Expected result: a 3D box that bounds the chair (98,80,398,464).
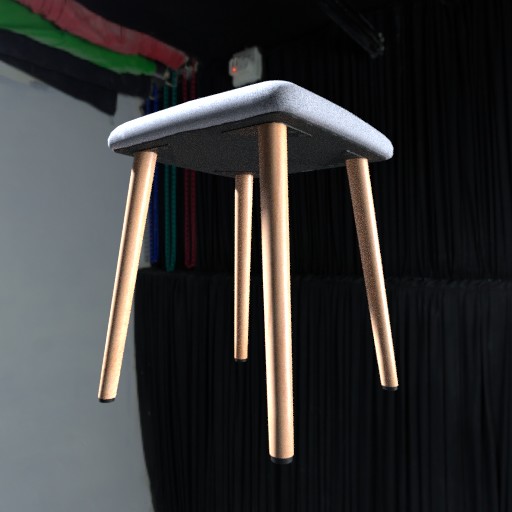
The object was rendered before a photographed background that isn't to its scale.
[{"bbox_3d":[0.000,0.000,0.704,0.350,0.440,0.350,0,0,37],"label":"chair"}]
